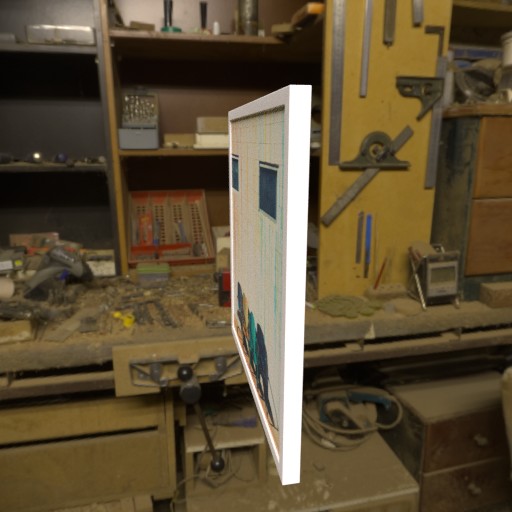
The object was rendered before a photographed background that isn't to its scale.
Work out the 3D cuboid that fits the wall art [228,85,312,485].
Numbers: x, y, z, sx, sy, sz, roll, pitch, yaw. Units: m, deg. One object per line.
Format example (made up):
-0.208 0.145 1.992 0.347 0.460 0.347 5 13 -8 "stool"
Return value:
0.000 0.000 1.163 0.036 0.760 0.760 -3 15 -10 "wall art"
